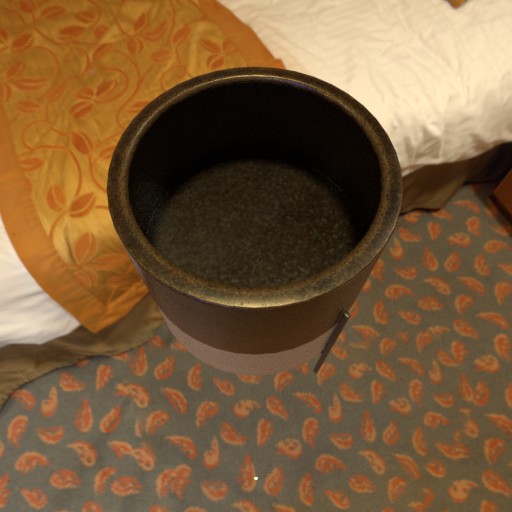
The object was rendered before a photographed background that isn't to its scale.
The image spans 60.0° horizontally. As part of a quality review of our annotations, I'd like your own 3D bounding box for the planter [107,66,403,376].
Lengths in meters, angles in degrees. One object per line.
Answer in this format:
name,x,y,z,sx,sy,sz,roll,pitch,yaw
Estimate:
planter,0.000,0.000,0.721,0.345,0.465,0.354,16,65,8
